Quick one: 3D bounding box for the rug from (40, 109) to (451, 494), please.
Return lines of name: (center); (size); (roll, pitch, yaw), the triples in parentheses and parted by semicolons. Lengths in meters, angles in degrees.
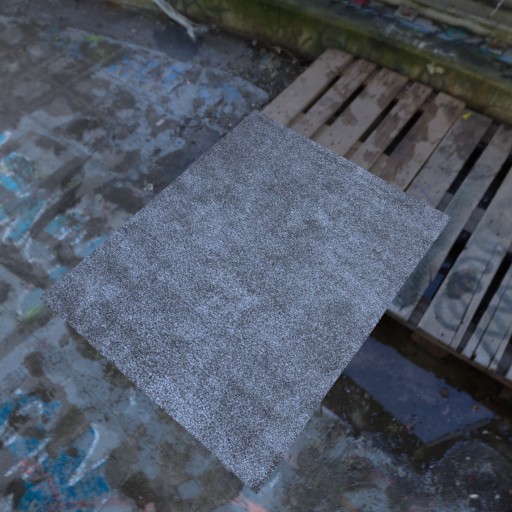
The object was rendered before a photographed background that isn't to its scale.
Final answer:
rug: (0.000, 0.000, 4.042); (2.401, 0.025, 3.000); (34, 65, 18)
